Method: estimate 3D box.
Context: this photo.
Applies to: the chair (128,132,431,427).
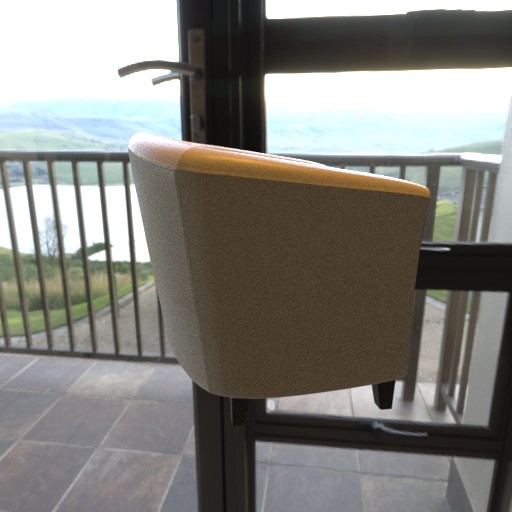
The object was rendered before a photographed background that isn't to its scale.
[{"bbox_3d":[0.000,0.000,1.409,0.727,0.756,0.792,-3,16,-10],"label":"chair"}]
